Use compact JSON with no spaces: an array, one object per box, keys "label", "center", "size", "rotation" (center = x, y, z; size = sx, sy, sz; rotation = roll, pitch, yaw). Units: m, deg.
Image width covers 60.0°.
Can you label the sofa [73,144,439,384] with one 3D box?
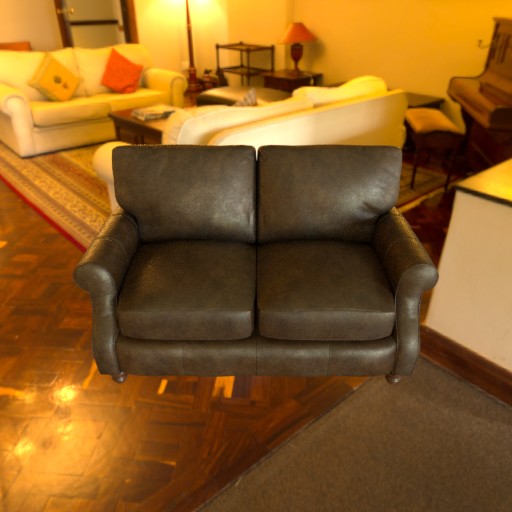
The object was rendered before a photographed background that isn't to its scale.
[{"label":"sofa","center":[0.000,0.000,2.264],"size":[1.616,0.976,0.990],"rotation":[0,30,0]}]
